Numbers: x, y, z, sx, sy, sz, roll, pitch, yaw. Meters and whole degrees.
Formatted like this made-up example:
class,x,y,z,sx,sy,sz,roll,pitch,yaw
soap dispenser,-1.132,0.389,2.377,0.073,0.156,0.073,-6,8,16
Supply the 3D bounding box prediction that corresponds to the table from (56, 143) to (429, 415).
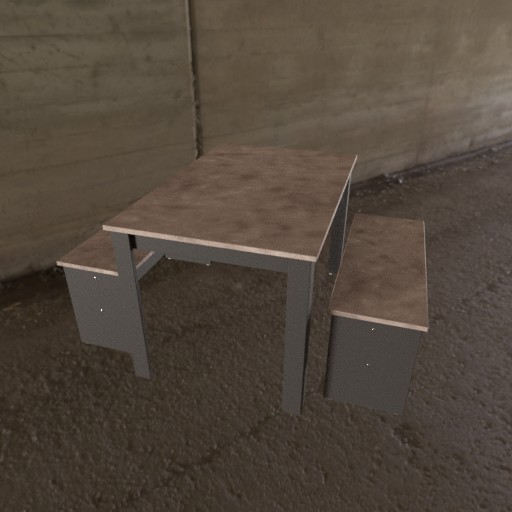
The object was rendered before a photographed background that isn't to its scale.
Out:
class,x,y,z,sx,sy,sz,roll,pitch,yaw
table,0.000,0.000,2.026,1.443,0.700,1.100,9,30,15
